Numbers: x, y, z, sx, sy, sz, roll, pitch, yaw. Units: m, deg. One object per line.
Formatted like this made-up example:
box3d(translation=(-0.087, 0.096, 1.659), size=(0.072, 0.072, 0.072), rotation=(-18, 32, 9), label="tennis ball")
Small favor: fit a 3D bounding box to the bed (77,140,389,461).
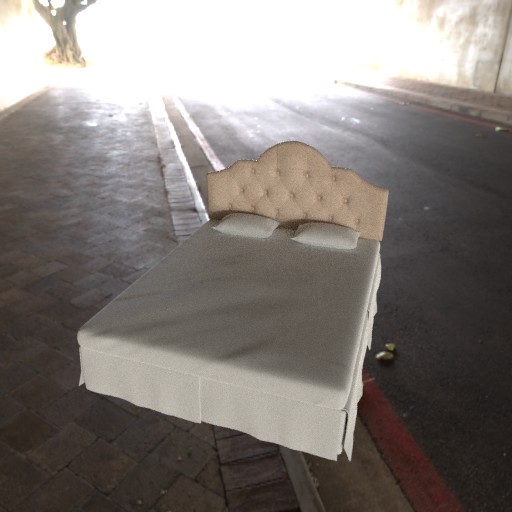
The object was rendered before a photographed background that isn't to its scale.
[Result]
box3d(translation=(0.000, 0.000, 3.045), size=(1.667, 1.194, 1.970), rotation=(9, 27, 17), label="bed")
